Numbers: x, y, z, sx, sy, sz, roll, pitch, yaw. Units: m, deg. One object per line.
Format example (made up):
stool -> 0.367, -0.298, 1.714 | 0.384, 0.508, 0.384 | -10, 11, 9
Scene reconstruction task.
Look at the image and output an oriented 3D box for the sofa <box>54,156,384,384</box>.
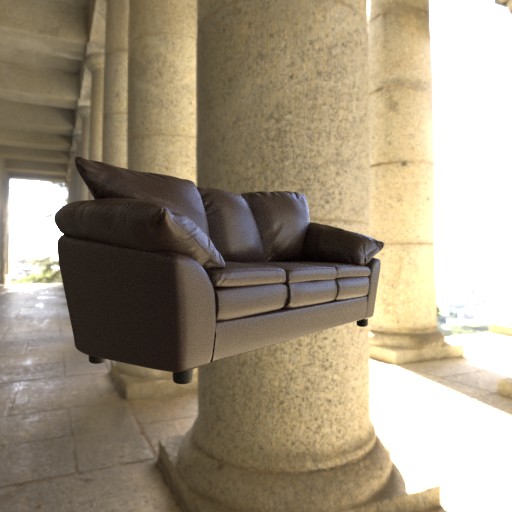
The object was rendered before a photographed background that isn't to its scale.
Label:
sofa -> 0.000, 0.000, 2.878 | 0.907, 1.091, 2.390 | 0, 0, 36
